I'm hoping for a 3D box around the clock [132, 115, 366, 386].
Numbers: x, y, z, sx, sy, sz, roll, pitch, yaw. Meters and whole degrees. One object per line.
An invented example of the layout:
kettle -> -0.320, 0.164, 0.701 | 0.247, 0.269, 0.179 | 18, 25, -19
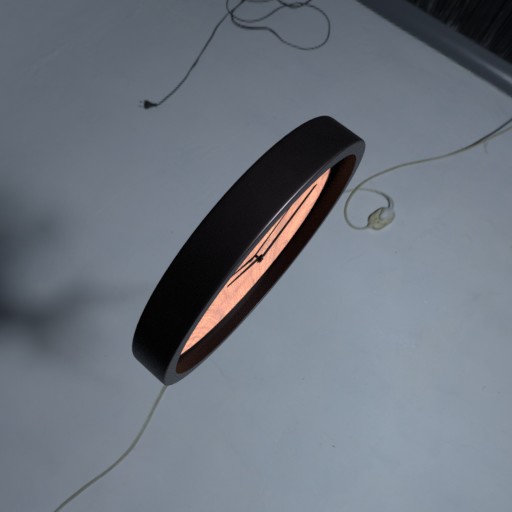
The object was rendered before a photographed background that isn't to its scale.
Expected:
clock -> 0.000, 0.000, 0.469 | 0.040, 0.314, 0.314 | 39, 78, 10
